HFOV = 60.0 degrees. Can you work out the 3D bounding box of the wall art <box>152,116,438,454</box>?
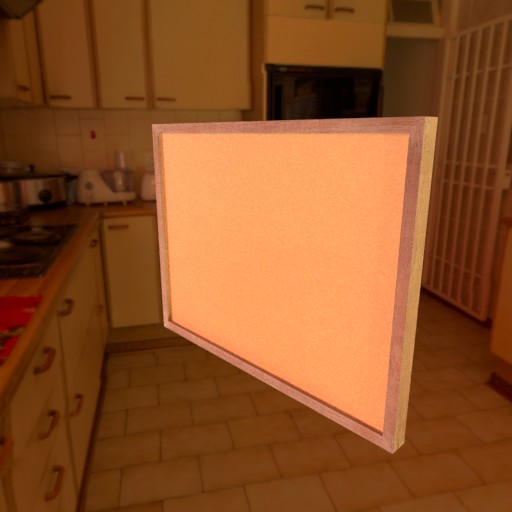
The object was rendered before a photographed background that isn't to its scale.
[{"bbox_3d":[0.000,0.000,1.740,0.070,1.009,1.320,-14,21,-42],"label":"wall art"}]
